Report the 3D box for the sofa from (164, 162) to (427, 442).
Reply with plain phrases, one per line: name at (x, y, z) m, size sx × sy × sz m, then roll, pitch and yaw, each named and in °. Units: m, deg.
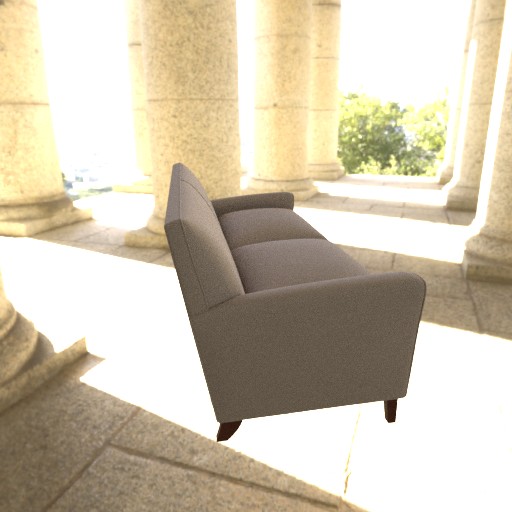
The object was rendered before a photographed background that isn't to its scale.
sofa at (0.000, 0.000, 2.413) m, size 0.875 × 0.846 × 2.000 m, roll -3°, pitch 17°, yaw -9°
